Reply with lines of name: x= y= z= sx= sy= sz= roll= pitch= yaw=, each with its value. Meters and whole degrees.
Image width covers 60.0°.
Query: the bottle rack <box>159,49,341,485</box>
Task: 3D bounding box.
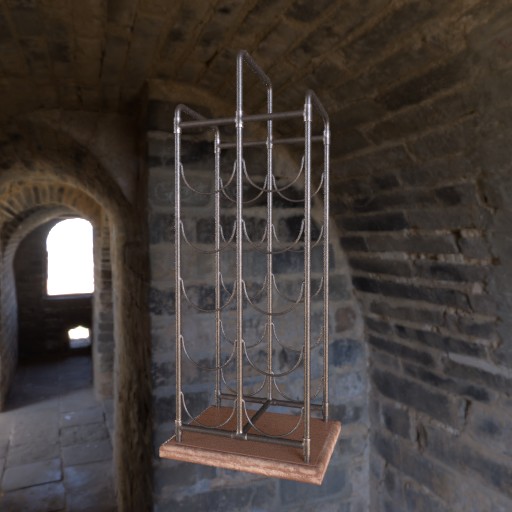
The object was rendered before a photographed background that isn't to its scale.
bottle rack: x=0.000 y=0.000 z=0.797 sx=0.276 sy=0.680 sz=0.208 roll=0 pitch=1 yaw=19
